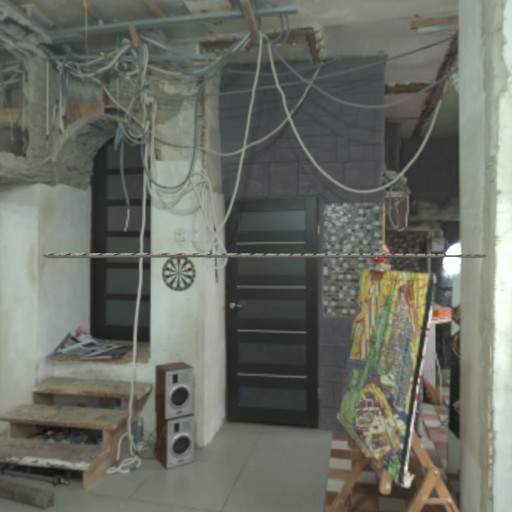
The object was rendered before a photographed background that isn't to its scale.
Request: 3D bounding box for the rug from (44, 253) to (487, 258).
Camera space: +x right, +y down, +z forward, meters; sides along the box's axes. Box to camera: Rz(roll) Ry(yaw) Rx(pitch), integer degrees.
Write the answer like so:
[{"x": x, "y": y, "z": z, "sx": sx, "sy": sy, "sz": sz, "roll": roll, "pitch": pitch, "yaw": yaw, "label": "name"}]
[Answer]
[{"x": 0.000, "y": 0.000, "z": 3.000, "sx": 2.406, "sy": 0.023, "sz": 1.539, "roll": 0, "pitch": 0, "yaw": -18, "label": "rug"}]
